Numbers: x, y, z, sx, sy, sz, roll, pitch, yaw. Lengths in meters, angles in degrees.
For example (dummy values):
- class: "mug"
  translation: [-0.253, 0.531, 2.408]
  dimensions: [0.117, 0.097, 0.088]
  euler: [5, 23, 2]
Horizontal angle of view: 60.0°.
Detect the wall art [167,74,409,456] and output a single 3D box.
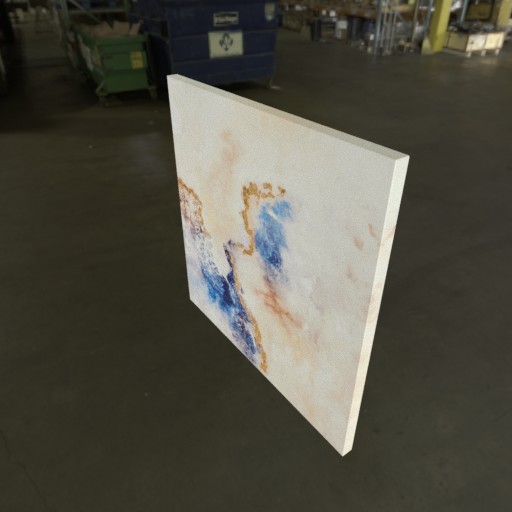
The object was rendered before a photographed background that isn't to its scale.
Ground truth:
- class: "wall art"
  translation: [0.000, 0.000, 1.333]
  dimensions: [0.038, 0.889, 0.889]
  euler: [-22, 39, -30]
